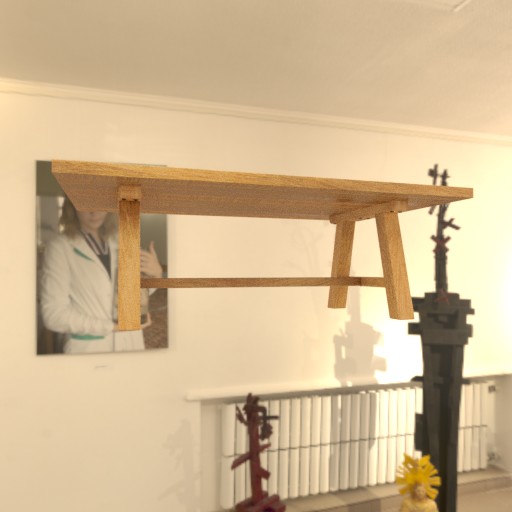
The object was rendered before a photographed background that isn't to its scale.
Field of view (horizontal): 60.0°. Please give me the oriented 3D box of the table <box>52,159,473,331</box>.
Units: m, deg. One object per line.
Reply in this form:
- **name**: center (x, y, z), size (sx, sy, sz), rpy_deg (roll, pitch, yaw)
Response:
- **table**: center (0.000, 0.000, 1.673), size (1.320, 0.455, 0.760), rpy_deg (1, -2, -17)
